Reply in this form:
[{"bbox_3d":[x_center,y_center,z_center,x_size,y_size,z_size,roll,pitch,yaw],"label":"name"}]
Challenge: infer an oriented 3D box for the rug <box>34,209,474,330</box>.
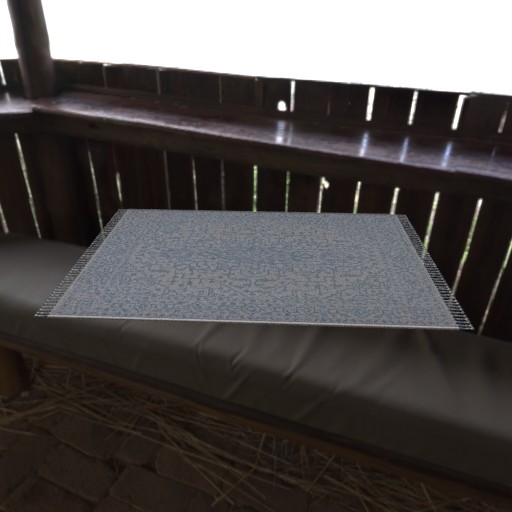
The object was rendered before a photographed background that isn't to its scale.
[{"bbox_3d":[0.000,0.000,3.107,2.438,0.010,1.524,1,29,2],"label":"rug"}]
